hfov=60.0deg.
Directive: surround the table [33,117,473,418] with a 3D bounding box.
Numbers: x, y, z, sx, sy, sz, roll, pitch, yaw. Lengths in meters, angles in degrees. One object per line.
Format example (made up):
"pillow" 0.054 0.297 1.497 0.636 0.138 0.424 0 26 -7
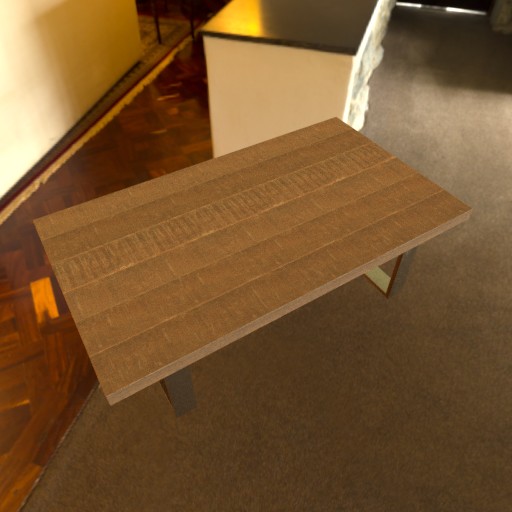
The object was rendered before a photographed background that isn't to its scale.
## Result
"table" 0.000 0.000 1.779 1.400 0.440 0.800 -24 51 -22
